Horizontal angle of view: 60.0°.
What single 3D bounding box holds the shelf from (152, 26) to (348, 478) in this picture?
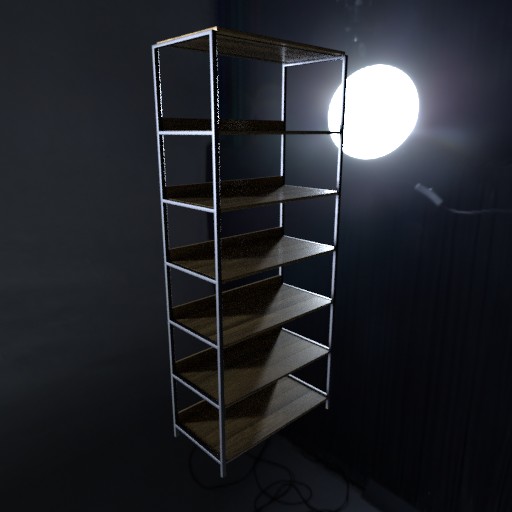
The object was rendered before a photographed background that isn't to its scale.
[{"bbox_3d":[0.000,0.000,2.334,0.847,2.015,0.431,-14,21,-41],"label":"shelf"}]
